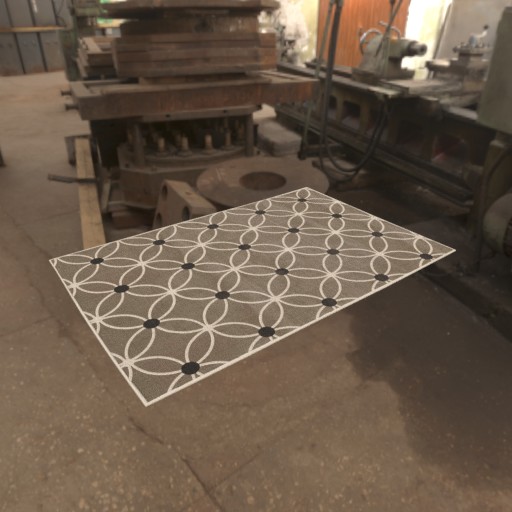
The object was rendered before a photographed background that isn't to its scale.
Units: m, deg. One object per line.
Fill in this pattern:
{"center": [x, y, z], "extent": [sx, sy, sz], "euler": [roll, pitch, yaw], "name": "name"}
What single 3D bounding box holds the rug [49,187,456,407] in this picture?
{"center": [0.000, 0.000, 2.959], "extent": [2.284, 0.008, 1.522], "euler": [-20, 35, -31], "name": "rug"}
